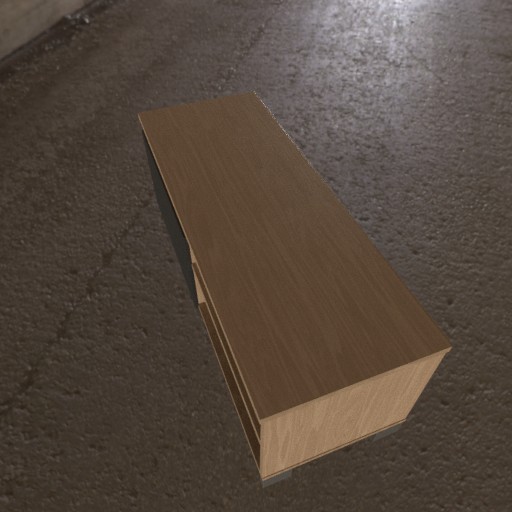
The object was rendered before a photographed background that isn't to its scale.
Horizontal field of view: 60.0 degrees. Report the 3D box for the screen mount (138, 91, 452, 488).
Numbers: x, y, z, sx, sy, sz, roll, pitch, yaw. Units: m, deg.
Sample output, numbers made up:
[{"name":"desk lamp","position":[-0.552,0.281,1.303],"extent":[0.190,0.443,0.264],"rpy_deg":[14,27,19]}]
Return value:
[{"name":"screen mount","position":[0.000,0.000,1.309],"extent":[0.406,0.432,1.084],"rpy_deg":[-16,50,-14]}]
